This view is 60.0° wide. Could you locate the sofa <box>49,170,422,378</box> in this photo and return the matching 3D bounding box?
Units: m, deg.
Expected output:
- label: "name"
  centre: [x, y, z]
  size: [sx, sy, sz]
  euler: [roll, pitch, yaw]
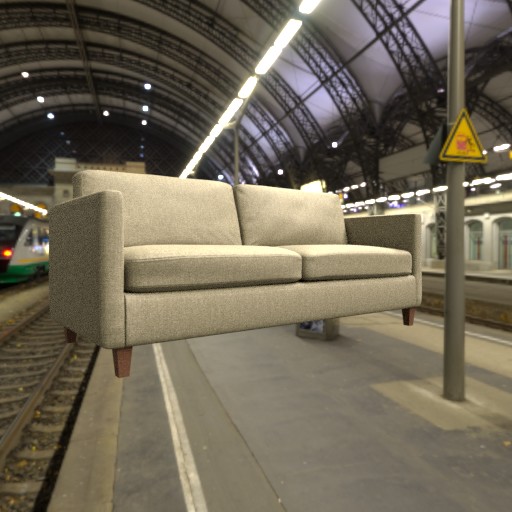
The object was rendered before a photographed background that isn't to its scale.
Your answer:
- label: "sofa"
  centre: [0.000, 0.000, 2.749]
  size: [2.208, 0.960, 0.956]
  euler: [-1, 2, -37]
